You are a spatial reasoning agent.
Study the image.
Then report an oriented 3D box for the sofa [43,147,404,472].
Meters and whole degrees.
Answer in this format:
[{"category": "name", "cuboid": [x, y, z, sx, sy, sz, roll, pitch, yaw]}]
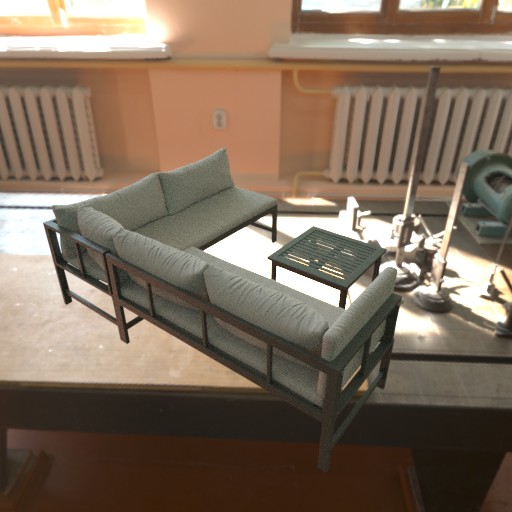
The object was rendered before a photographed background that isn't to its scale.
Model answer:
[{"category": "sofa", "cuboid": [0.000, 0.000, 2.917, 2.096, 0.758, 1.658, 21, 36, 32]}]
